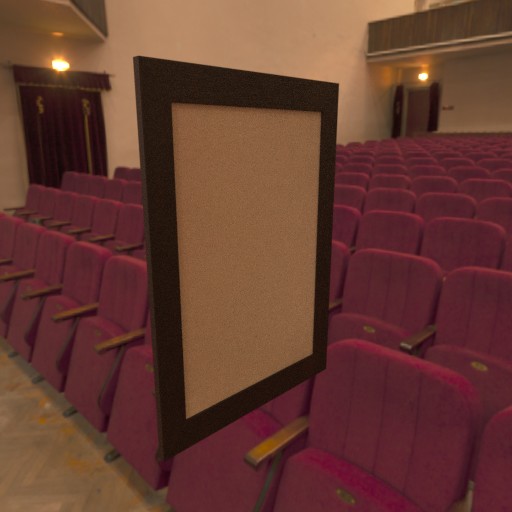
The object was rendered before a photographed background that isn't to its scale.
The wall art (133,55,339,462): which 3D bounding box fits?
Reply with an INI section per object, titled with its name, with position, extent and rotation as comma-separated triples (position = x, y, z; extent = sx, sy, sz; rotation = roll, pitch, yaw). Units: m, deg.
[wall art]
position = 0.000, 0.000, 0.659
extent = 0.359, 0.508, 0.013
rotation = -14, 20, -42
